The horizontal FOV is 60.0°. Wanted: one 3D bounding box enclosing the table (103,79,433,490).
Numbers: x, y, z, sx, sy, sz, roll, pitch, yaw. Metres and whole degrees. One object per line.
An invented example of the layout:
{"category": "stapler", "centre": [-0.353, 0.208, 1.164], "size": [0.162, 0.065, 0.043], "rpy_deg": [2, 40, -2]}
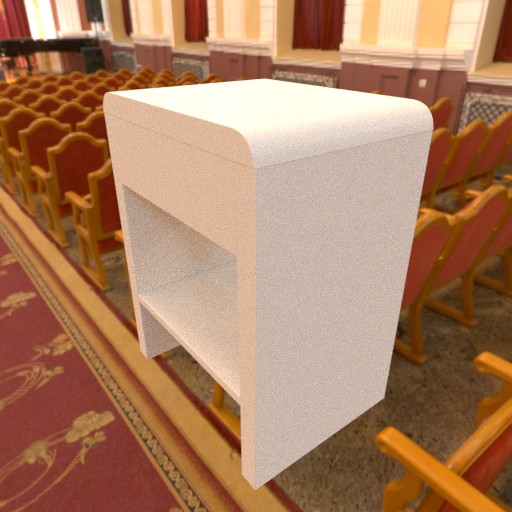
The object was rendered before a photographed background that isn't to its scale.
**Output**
{"category": "table", "centre": [0.000, 0.000, 0.858], "size": [0.350, 0.590, 0.450], "rpy_deg": [-20, 33, -33]}
